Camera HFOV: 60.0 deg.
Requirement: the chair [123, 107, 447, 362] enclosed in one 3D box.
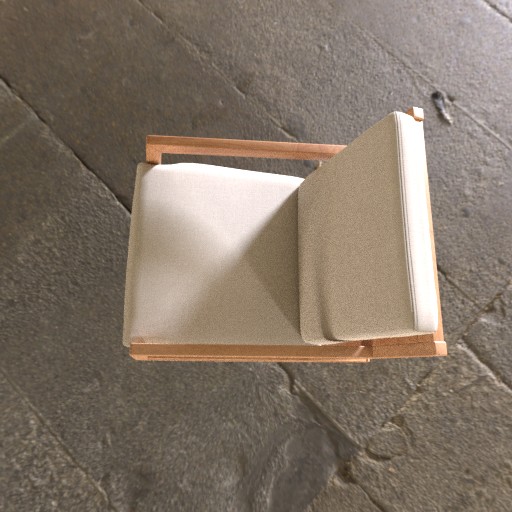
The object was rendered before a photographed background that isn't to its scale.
[{"bbox_3d":[0.000,0.000,1.379,0.857,0.790,0.622,0,75,0],"label":"chair"}]
